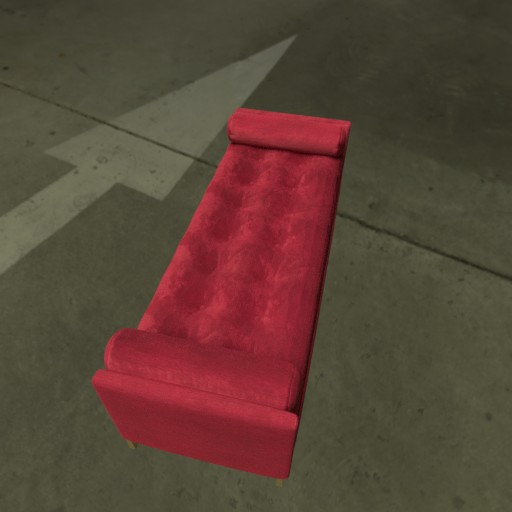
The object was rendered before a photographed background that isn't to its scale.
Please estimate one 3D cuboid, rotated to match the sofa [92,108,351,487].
[{"bbox_3d":[0.000,0.000,2.471,0.796,0.705,2.102,10,48,9],"label":"sofa"}]
